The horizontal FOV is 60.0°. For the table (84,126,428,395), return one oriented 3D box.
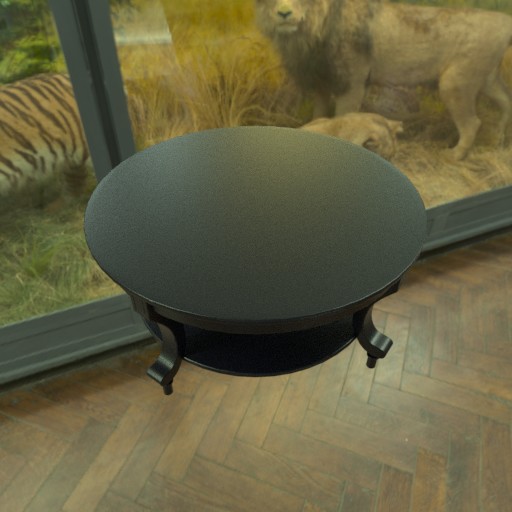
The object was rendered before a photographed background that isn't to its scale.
[{"bbox_3d":[0.000,0.000,1.531,1.029,0.491,1.029,0,40,0],"label":"table"}]
